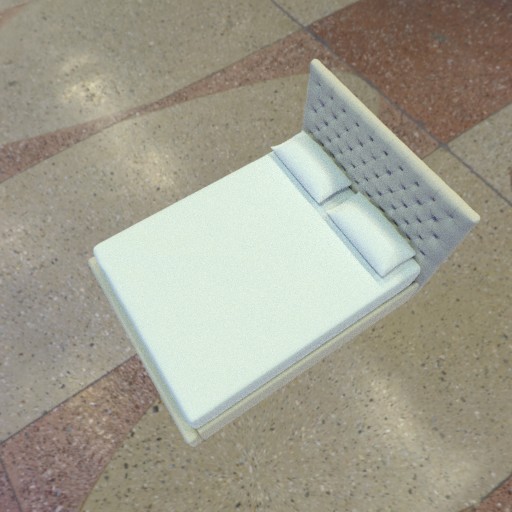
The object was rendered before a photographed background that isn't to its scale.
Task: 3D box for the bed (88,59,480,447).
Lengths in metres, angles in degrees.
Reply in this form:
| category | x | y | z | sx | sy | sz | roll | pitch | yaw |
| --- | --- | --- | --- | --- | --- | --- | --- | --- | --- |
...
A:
| category | x | y | z | sx | sy | sz | roll | pitch | yaw |
| --- | --- | --- | --- | --- | --- | --- | --- | --- | --- |
| bed | 0.000 | 0.000 | 3.363 | 2.233 | 1.426 | 1.696 | -31 | 68 | -14 |
